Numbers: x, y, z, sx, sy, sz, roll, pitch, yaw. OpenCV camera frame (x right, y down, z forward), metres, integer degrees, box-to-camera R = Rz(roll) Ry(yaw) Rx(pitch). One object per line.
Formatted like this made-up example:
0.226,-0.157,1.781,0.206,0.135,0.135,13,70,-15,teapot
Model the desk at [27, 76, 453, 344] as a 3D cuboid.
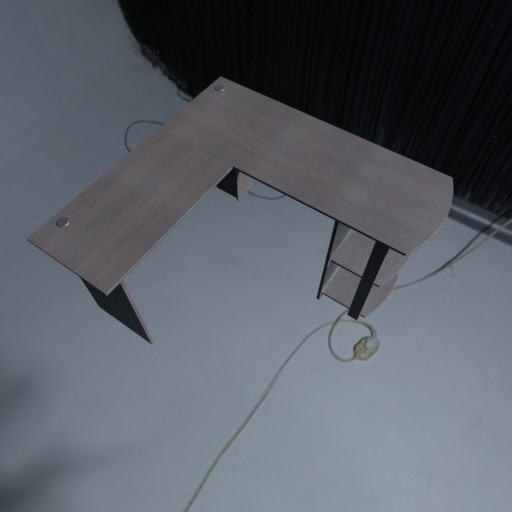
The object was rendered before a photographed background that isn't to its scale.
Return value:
0.000,0.000,2.176,1.361,0.716,1.303,30,62,18,desk
